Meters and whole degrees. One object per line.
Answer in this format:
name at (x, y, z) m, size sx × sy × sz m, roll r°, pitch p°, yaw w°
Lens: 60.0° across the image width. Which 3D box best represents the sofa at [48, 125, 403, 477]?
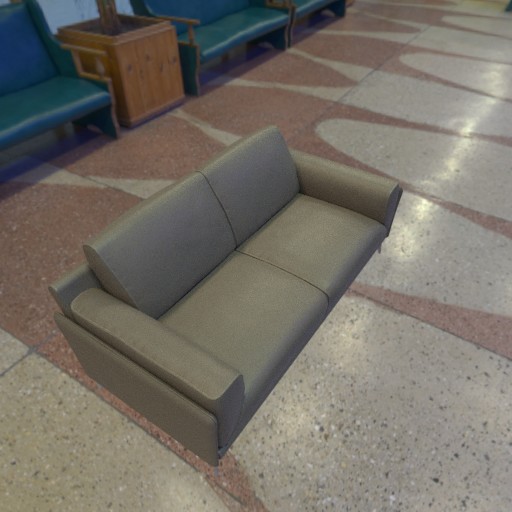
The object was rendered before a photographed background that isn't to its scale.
sofa at (0.000, 0.000, 2.675) m, size 1.049 × 0.930 × 2.101 m, roll 24°, pitch 46°, yaw 25°
